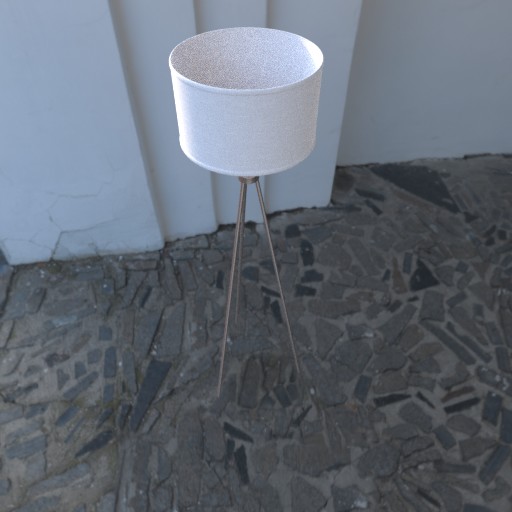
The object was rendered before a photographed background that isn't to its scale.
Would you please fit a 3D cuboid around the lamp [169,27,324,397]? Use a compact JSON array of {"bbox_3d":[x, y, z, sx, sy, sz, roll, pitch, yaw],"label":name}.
[{"bbox_3d":[0.000,0.000,1.733,0.458,1.545,0.448,4,46,4],"label":"lamp"}]
